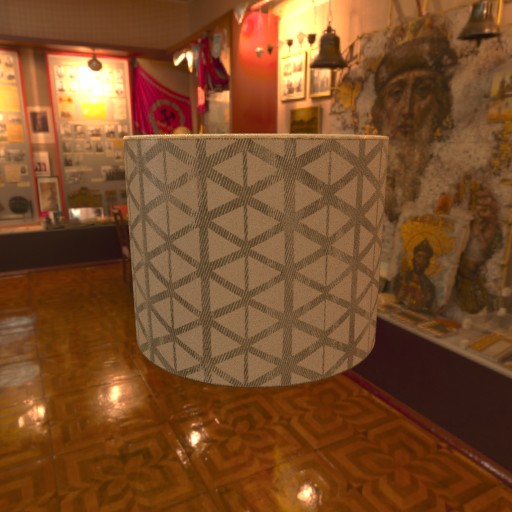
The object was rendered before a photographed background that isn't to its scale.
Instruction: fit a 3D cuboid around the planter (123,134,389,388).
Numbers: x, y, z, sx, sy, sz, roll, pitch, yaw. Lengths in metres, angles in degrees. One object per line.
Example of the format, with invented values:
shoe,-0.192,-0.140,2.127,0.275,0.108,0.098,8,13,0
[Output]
planter,0.000,0.000,0.351,0.190,0.181,0.190,0,14,0
